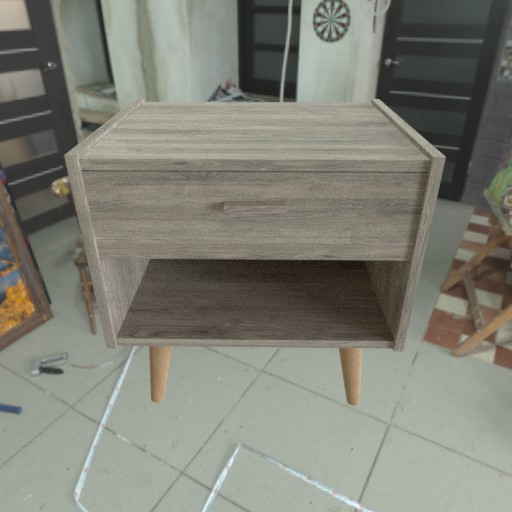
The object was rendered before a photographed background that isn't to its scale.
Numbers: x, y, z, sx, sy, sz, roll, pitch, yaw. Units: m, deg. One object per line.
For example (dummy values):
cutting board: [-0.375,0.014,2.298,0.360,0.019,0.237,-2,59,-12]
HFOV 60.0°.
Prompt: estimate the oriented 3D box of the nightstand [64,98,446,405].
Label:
nightstand: [0.000,0.000,0.839,0.480,0.500,0.380,0,30,1]
